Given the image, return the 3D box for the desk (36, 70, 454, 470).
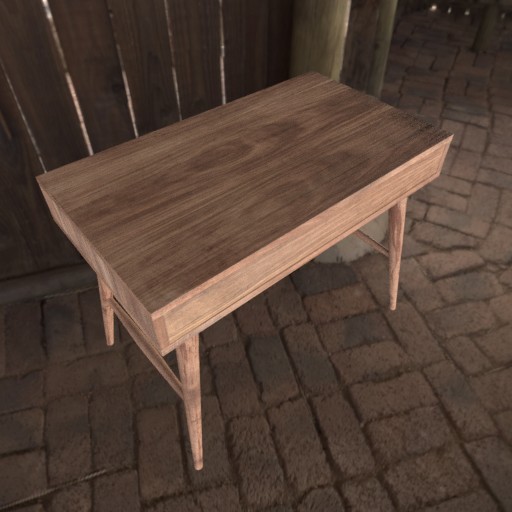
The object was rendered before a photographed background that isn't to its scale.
[{"bbox_3d":[0.000,0.000,1.416,0.949,0.758,0.588,-31,53,-27],"label":"desk"}]
